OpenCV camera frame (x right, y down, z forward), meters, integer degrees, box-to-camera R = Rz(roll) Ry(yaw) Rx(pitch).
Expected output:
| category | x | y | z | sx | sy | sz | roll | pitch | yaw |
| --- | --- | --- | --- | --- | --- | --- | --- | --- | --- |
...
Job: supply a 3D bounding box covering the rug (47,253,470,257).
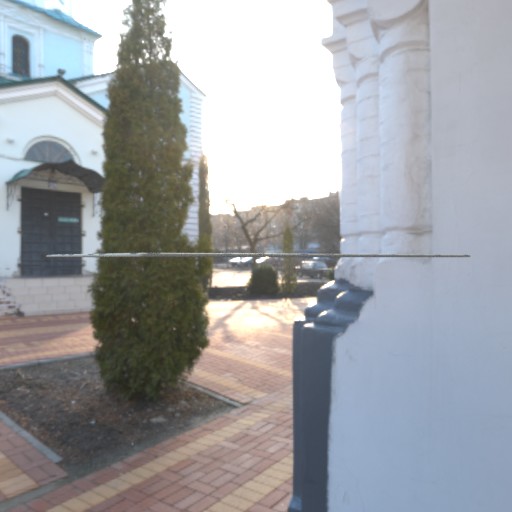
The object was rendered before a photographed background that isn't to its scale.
| category | x | y | z | sx | sy | sz | roll | pitch | yaw |
| --- | --- | --- | --- | --- | --- | --- | --- | --- | --- |
| rug | 0.000 | 0.000 | 3.808 | 2.910 | 0.021 | 2.211 | 0 | 0 | -36 |
